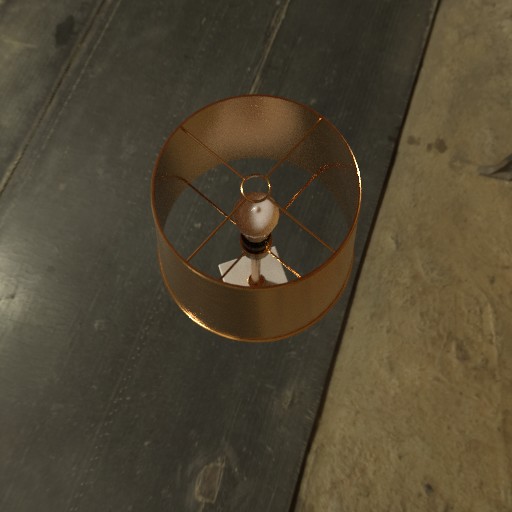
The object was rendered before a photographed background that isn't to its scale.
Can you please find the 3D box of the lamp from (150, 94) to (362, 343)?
[{"bbox_3d":[0.000,0.000,0.523,0.208,0.406,0.208,0,75,0],"label":"lamp"}]
